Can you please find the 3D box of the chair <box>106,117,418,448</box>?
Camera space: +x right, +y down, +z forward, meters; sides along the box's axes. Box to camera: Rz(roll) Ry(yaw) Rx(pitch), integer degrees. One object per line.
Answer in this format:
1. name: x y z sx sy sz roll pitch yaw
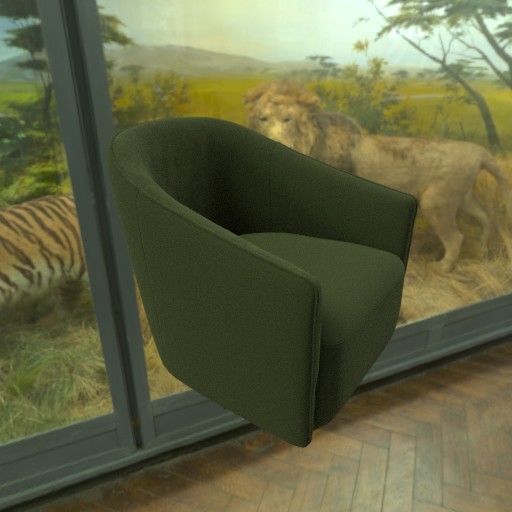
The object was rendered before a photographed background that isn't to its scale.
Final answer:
1. chair: 0.000 0.000 1.464 0.875 0.799 0.747 17 31 31
